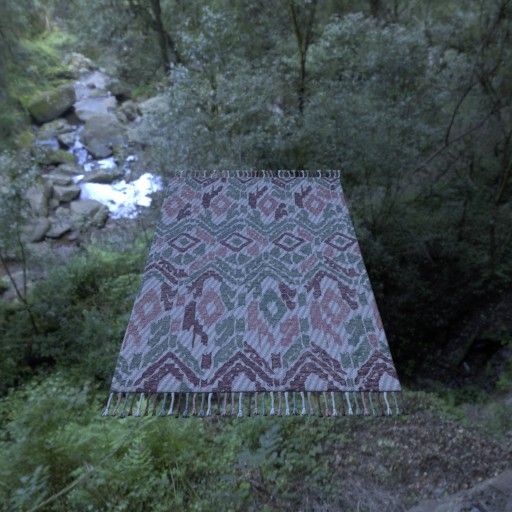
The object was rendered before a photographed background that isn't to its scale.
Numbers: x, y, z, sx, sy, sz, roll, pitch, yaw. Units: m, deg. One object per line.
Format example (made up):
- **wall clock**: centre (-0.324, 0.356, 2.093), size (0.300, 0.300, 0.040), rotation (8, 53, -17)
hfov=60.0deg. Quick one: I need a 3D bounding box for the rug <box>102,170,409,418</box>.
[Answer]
- **rug**: centre (0.000, 0.000, 3.060), size (1.524, 0.011, 2.438), rotation (0, 39, 0)
